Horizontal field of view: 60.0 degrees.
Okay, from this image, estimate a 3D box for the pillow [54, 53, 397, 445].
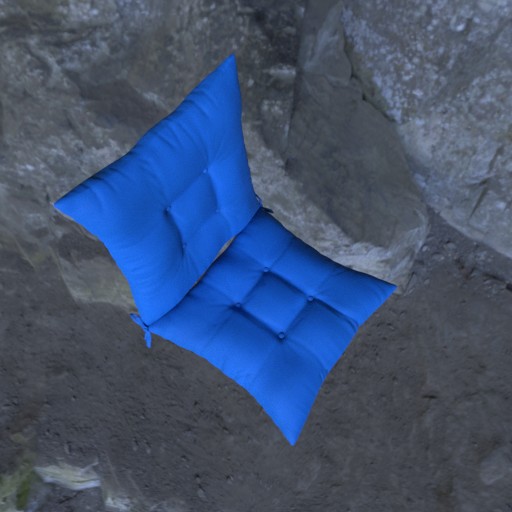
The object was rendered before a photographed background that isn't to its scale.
[{"bbox_3d":[0.000,0.000,1.006,0.585,0.536,0.541,32,65,18],"label":"pillow"}]
